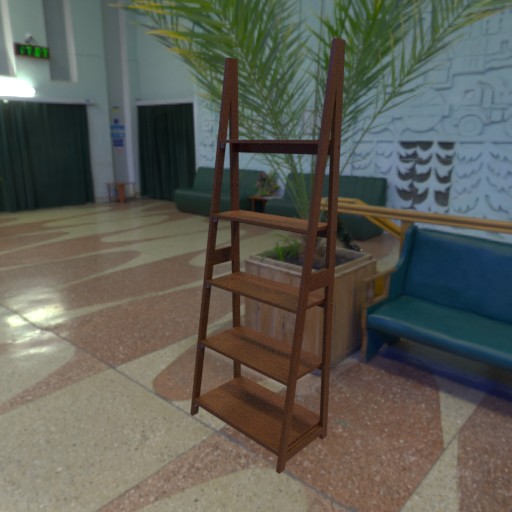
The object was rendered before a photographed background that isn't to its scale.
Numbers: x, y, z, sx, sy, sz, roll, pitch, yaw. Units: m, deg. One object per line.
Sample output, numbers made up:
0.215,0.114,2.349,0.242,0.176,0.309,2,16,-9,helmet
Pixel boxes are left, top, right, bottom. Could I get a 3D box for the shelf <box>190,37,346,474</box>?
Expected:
0.000,0.000,2.033,0.630,1.780,0.356,14,20,42,shelf
